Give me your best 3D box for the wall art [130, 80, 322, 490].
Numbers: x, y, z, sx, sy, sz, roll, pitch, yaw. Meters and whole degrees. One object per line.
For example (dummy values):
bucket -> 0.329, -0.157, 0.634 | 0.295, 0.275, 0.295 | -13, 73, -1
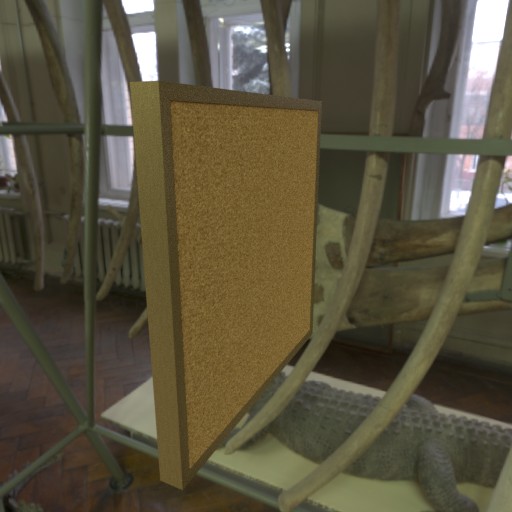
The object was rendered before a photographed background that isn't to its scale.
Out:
wall art -> 0.000, 0.000, 0.743 | 0.037, 0.509, 0.510 | 8, 19, 25
